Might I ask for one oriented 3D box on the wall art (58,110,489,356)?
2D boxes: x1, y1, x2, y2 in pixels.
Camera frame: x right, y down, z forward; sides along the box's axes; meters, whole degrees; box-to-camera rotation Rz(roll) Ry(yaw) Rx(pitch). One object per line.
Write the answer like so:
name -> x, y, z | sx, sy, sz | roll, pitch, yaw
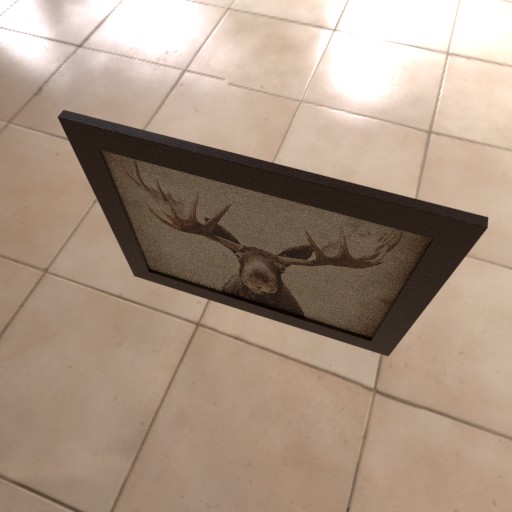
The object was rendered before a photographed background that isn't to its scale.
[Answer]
wall art -> 0.000, 0.000, 1.596 | 1.207, 0.952, 0.034 | 16, 60, 10
